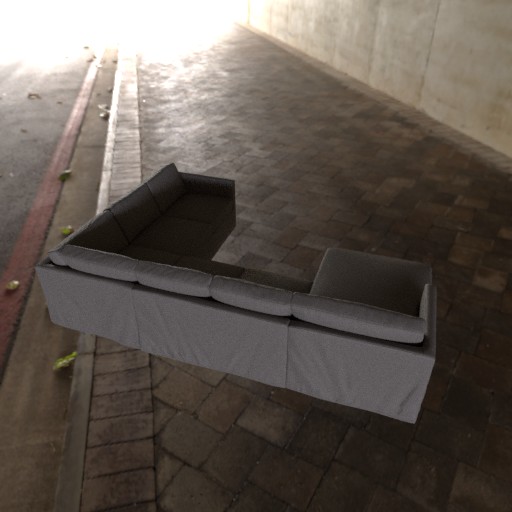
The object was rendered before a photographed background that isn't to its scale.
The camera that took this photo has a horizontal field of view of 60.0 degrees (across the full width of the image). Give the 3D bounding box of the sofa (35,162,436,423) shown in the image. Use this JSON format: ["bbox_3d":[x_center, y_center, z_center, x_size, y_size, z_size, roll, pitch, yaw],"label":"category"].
[{"bbox_3d":[0.000,0.000,4.635,3.528,0.878,2.476,11,35,16],"label":"sofa"}]
